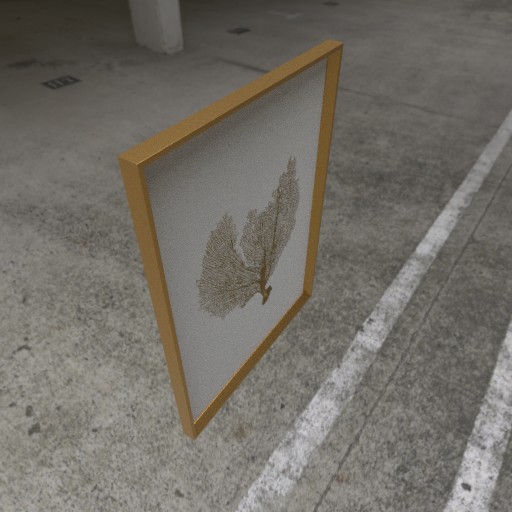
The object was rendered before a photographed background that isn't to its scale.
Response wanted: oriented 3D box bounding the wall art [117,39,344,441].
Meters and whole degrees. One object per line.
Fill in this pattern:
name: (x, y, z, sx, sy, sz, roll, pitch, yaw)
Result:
wall art: (0.000, 0.000, 1.056, 0.038, 0.812, 0.610, 25, 48, 25)
